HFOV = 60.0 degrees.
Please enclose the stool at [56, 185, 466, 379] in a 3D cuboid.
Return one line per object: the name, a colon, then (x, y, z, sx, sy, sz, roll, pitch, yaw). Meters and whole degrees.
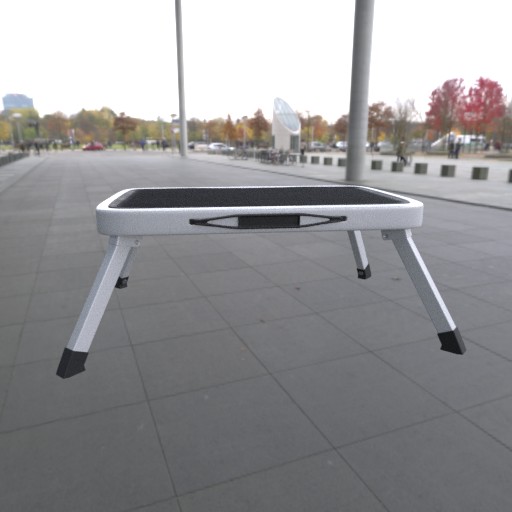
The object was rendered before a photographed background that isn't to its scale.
stool: (0.000, 0.000, 0.615, 0.460, 0.170, 0.320, -2, 15, -7)
